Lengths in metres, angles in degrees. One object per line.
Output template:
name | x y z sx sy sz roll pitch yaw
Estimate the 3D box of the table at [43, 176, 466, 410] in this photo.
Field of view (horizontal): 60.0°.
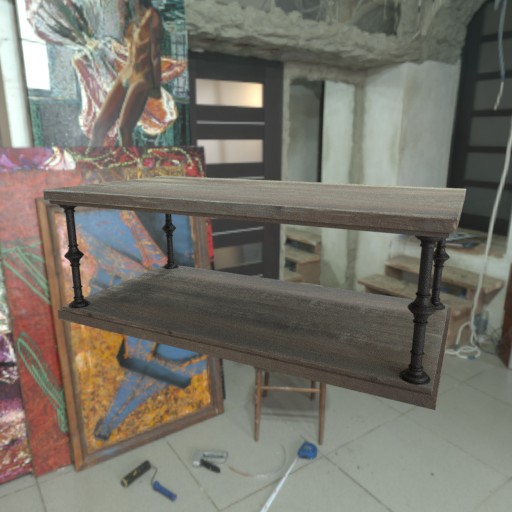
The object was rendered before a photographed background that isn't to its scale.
table | 0.000 0.000 1.330 1.088 0.399 0.554 7 16 25
